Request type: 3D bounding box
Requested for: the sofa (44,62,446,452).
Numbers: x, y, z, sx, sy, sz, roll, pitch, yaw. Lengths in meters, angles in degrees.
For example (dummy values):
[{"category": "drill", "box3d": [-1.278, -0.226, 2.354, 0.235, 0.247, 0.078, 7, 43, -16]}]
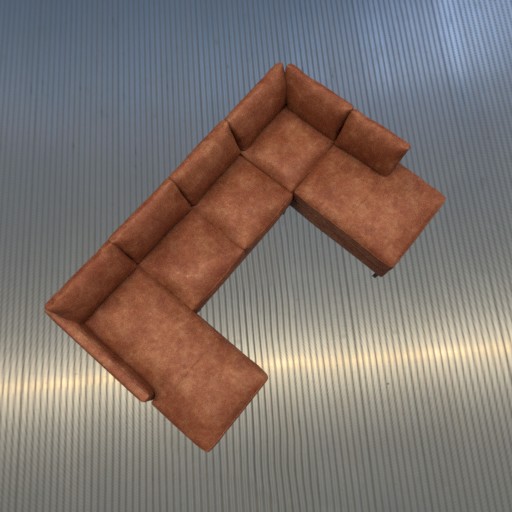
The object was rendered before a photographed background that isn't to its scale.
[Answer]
[{"category": "sofa", "box3d": [0.000, 0.000, 3.817, 1.939, 0.900, 2.956, 39, 79, 9]}]
